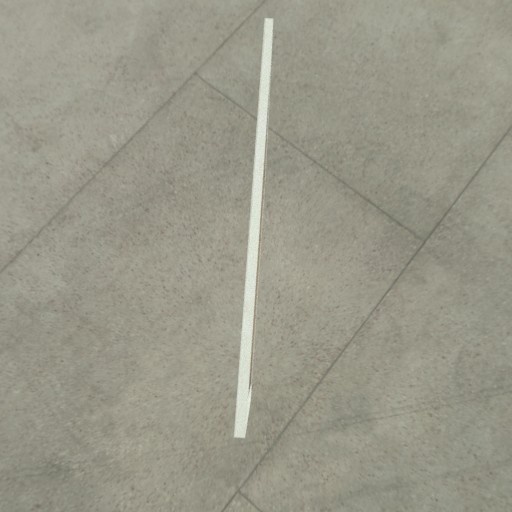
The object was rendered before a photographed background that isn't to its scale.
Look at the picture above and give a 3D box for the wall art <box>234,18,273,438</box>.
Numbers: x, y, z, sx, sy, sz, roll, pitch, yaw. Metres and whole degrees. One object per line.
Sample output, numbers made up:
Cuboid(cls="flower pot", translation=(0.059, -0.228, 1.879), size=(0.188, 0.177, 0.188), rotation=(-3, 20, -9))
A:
Cuboid(cls="wall art", translation=(0.000, 0.000, 0.875), size=(0.013, 0.584, 0.584), rotation=(4, 76, 1))
